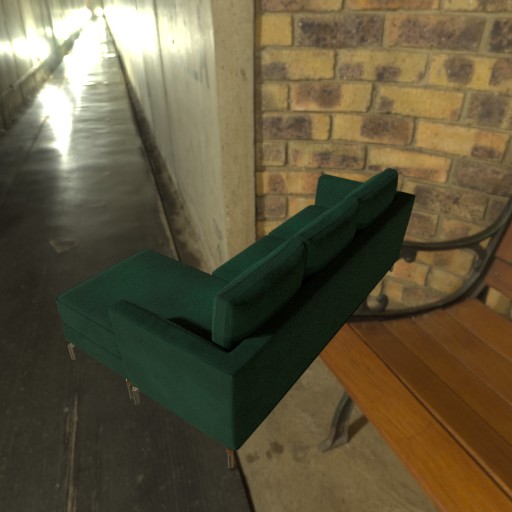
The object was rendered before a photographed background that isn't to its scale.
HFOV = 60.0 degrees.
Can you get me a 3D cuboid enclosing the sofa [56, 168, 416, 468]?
[{"bbox_3d":[0.000,0.000,3.254,1.489,1.007,2.441,20,36,30],"label":"sofa"}]
